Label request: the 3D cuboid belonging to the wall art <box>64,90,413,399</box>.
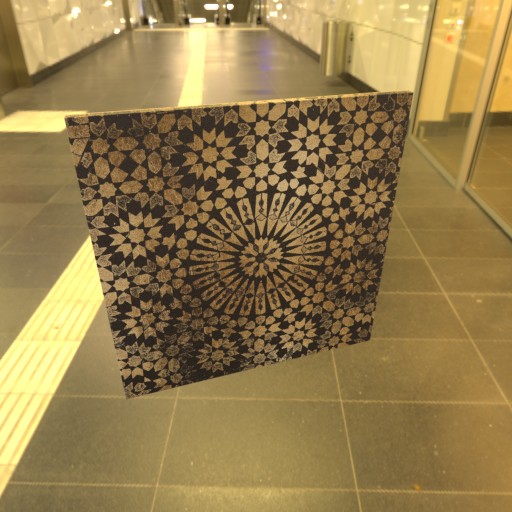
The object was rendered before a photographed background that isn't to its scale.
[{"bbox_3d":[0.000,0.000,1.361,0.914,0.914,0.038,-10,33,-16],"label":"wall art"}]
